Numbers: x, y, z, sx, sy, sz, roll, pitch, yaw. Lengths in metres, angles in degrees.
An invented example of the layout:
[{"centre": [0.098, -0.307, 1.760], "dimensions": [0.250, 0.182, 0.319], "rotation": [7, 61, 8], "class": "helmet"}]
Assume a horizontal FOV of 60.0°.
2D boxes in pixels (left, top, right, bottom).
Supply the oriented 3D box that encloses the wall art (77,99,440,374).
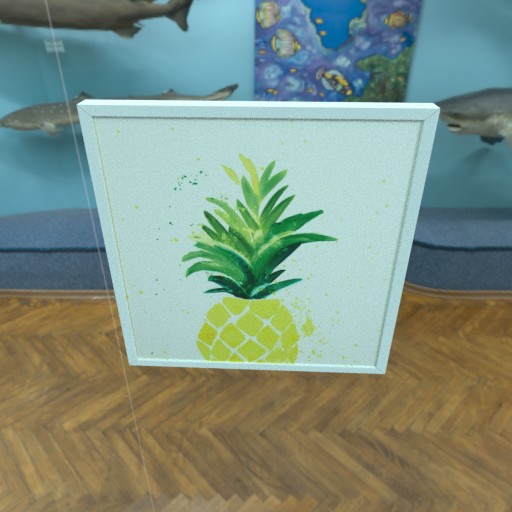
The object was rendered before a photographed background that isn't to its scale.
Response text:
[{"centre": [0.000, 0.000, 0.461], "dimensions": [0.307, 0.307, 0.020], "rotation": [1, 31, 2], "class": "wall art"}]
